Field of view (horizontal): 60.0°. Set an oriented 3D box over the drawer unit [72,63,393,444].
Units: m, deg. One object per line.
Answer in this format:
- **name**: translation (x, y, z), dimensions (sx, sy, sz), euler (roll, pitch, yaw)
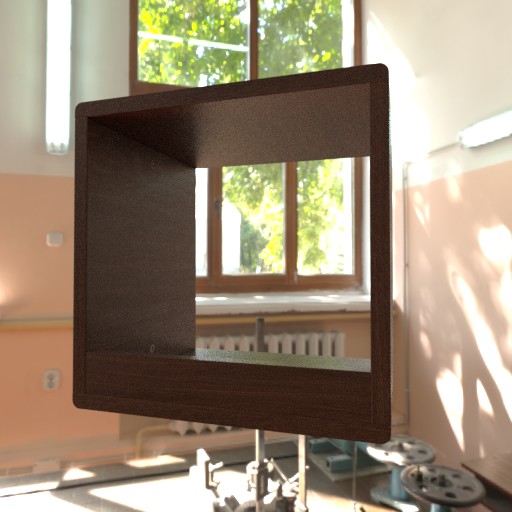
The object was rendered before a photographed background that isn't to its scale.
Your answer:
- **drawer unit**: translation (0.000, 0.000, 0.596), dimensions (0.349, 0.351, 0.290), euler (0, -1, 18)
